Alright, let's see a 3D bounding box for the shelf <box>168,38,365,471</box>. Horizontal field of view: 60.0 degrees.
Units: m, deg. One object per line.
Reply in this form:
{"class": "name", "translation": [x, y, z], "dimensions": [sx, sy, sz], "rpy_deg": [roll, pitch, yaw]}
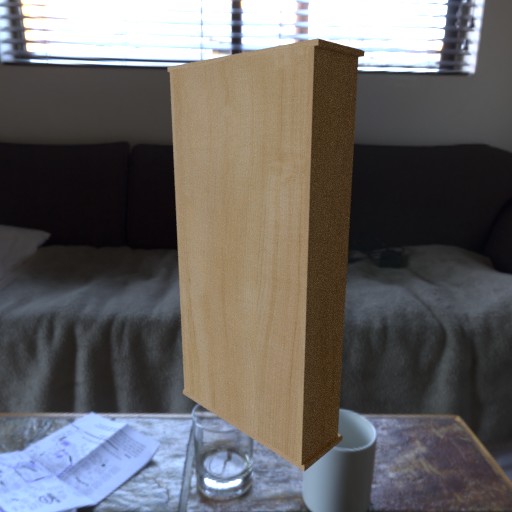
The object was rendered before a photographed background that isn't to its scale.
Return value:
{"class": "shelf", "translation": [0.000, 0.000, 1.251], "dimensions": [0.520, 1.030, 0.175], "rpy_deg": [14, 20, 43]}
